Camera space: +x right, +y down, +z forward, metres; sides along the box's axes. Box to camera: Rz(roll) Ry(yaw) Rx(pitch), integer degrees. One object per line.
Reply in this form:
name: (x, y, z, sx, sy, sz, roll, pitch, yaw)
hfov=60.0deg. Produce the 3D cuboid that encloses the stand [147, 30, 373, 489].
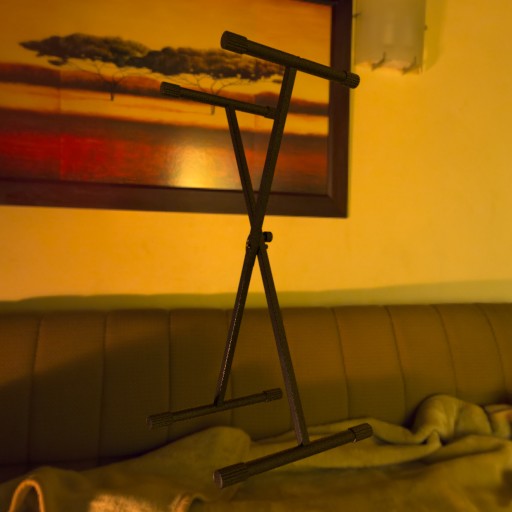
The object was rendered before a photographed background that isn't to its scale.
stand: (0.000, 0.000, 1.176, 0.449, 0.940, 0.409, 0, 0, -35)
